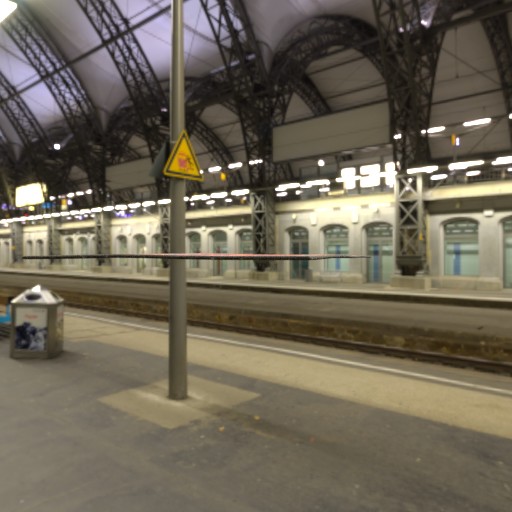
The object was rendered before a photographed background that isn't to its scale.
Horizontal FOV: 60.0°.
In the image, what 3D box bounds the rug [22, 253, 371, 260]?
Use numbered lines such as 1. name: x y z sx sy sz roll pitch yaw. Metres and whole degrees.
1. rug: 0.000 0.000 3.481 1.522 0.034 3.032 0 0 19
